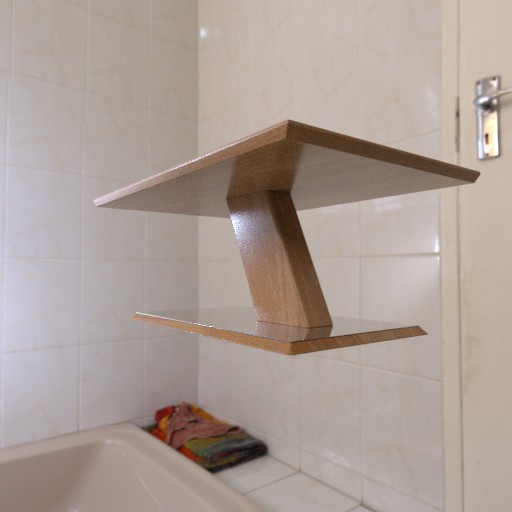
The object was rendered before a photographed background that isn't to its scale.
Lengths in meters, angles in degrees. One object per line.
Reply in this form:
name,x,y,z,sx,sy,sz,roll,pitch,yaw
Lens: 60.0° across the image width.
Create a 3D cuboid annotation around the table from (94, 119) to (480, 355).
table,0.000,0.000,1.421,0.692,0.441,1.100,1,-2,-37
